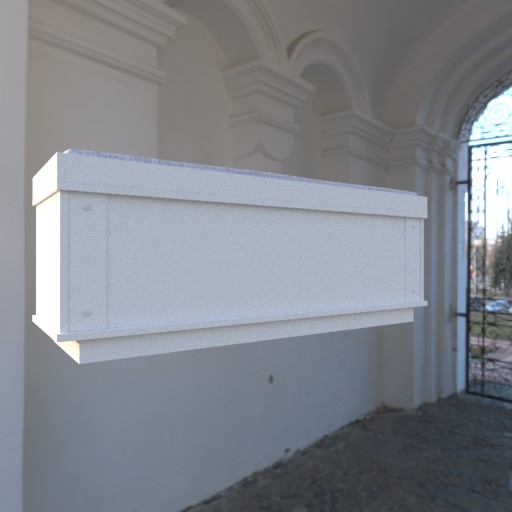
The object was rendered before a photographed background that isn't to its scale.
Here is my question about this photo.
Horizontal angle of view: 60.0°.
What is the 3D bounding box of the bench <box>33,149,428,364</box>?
[{"bbox_3d":[0.000,0.000,1.365,1.196,0.453,0.363,0,0,-34],"label":"bench"}]
